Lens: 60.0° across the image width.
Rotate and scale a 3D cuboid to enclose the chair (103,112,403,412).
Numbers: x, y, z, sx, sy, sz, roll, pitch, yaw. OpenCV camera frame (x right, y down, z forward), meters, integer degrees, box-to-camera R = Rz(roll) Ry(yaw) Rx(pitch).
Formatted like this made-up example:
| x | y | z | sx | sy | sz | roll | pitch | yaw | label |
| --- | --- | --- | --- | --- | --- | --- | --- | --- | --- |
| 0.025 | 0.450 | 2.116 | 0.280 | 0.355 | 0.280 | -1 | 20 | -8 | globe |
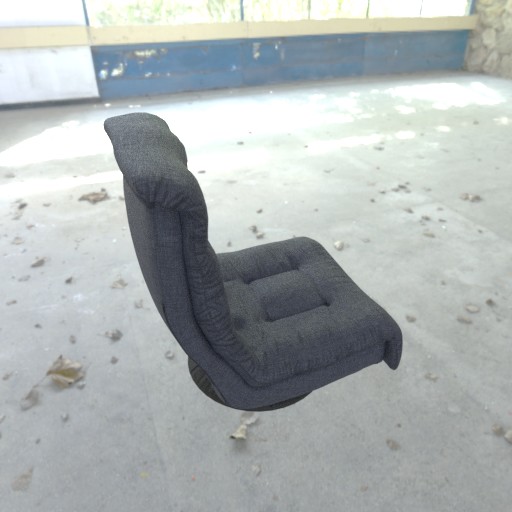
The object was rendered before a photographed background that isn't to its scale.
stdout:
| x | y | z | sx | sy | sz | roll | pitch | yaw | label |
| --- | --- | --- | --- | --- | --- | --- | --- | --- | --- |
| 0.000 | 0.000 | 1.219 | 0.668 | 0.749 | 0.597 | -11 | 33 | -17 | chair |
